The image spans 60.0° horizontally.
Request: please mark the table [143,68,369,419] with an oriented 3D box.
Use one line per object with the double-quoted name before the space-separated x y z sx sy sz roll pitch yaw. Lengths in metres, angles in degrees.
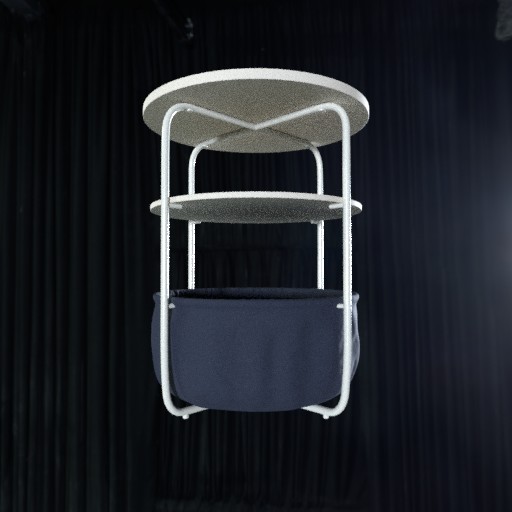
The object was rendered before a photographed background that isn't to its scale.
"table" 0.000 0.000 0.842 0.418 0.532 0.418 0 -1 0
